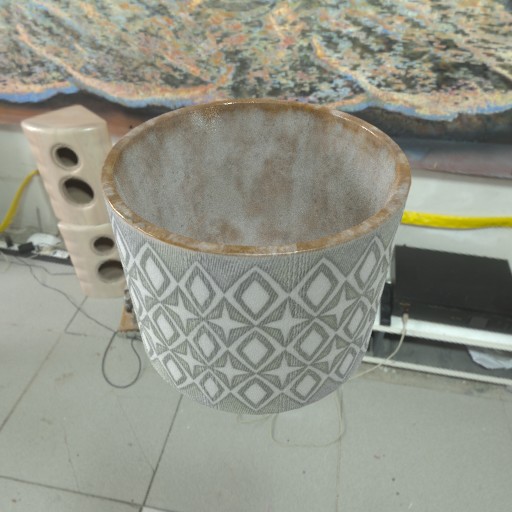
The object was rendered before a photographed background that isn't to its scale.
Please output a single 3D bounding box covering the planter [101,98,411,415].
[{"bbox_3d":[0.000,0.000,0.447,0.255,0.223,0.255,0,41,0],"label":"planter"}]
